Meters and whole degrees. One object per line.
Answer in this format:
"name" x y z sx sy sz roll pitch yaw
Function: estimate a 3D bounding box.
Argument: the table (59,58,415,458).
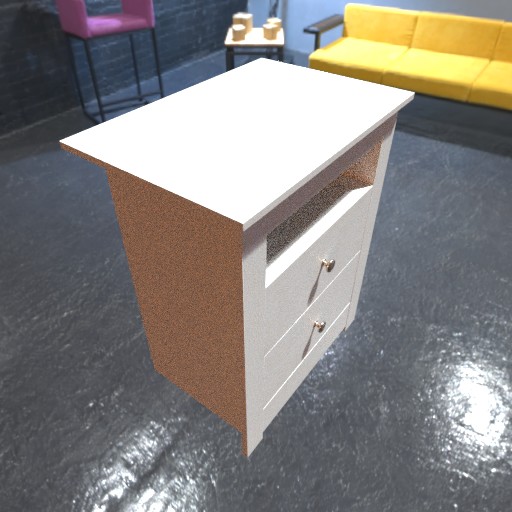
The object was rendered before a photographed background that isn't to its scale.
"table" 0.000 0.000 1.081 0.406 0.711 0.589 26 47 27
